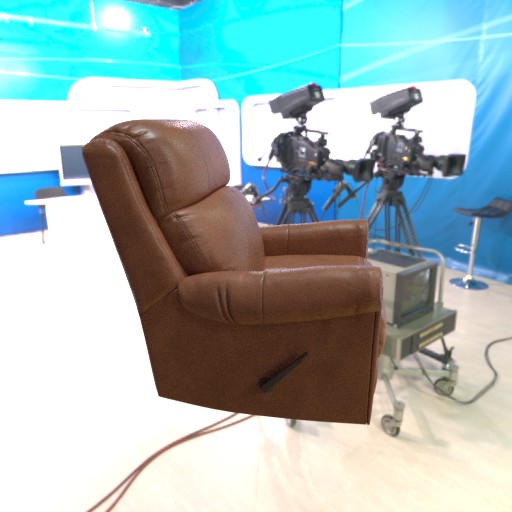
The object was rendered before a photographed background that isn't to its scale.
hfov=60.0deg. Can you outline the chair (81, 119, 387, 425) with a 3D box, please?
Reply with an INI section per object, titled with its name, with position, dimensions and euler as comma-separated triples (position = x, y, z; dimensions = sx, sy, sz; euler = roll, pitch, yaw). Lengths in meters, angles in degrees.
[chair]
position = 0.000, 0.000, 1.785
dimensions = 1.014, 1.054, 0.838
euler = 3, 17, 10
